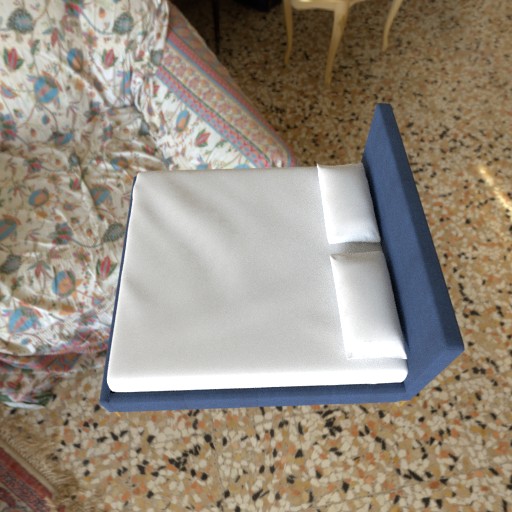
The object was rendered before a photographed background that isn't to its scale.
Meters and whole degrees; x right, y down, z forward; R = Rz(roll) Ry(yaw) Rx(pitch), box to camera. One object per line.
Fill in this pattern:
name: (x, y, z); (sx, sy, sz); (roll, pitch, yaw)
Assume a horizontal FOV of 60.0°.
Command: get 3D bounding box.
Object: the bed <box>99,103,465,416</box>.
bed: (0.000, 0.000, 3.461); (2.232, 1.231, 2.096); (-2, 57, -1)
